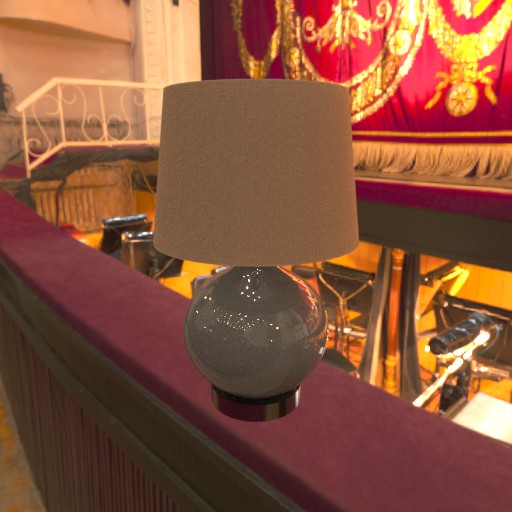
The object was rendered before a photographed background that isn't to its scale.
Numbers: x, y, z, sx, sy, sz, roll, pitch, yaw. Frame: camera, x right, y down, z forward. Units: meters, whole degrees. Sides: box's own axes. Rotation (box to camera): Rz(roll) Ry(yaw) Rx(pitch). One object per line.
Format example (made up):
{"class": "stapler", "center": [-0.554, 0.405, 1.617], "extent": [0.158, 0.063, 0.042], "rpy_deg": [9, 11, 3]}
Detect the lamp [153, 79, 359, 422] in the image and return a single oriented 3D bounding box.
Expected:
{"class": "lamp", "center": [0.000, 0.000, 0.549], "extent": [0.247, 0.387, 0.247], "rpy_deg": [0, 15, 0]}
